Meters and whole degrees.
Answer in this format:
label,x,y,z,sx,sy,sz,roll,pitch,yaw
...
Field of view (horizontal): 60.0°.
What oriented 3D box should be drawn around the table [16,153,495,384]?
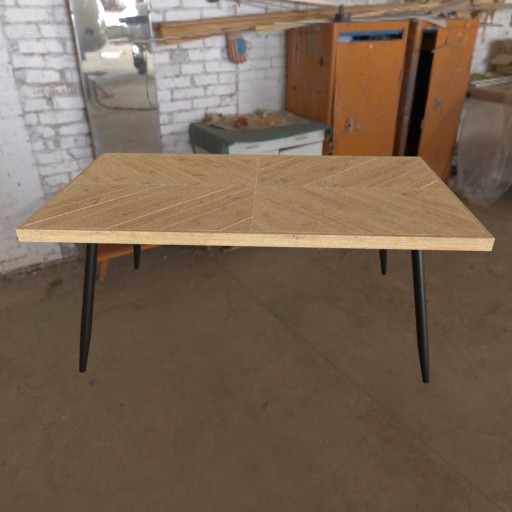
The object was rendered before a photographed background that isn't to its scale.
label,x,y,z,sx,sy,sz,roll,pitch,yaw
table,0.000,0.000,2.284,1.803,0.762,0.991,1,30,2
